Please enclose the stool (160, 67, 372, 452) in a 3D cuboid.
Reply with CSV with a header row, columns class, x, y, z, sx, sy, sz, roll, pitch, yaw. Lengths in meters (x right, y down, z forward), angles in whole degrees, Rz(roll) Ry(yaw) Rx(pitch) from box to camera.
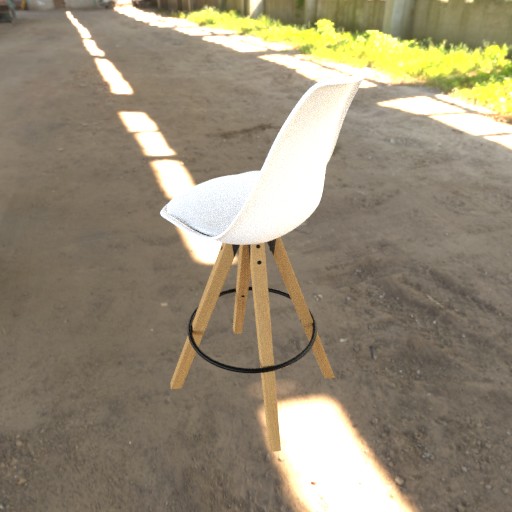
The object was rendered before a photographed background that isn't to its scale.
class,x,y,z,sx,sy,sz,roll,pitch,yaw
stool,0.000,0.000,1.381,0.549,1.115,0.482,20,37,30
